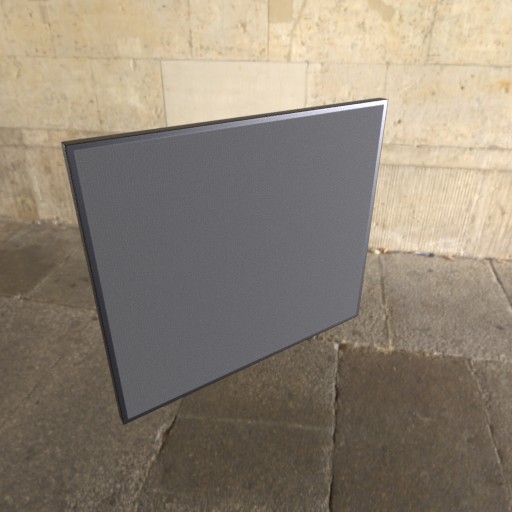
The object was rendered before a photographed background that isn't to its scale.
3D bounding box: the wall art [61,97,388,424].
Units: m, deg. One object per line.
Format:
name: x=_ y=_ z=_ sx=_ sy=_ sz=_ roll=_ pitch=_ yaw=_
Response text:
wall art: x=0.000 y=0.000 z=0.732 sx=0.521 sy=0.450 sz=0.018 roll=-18 pitch=34 yaw=-29
